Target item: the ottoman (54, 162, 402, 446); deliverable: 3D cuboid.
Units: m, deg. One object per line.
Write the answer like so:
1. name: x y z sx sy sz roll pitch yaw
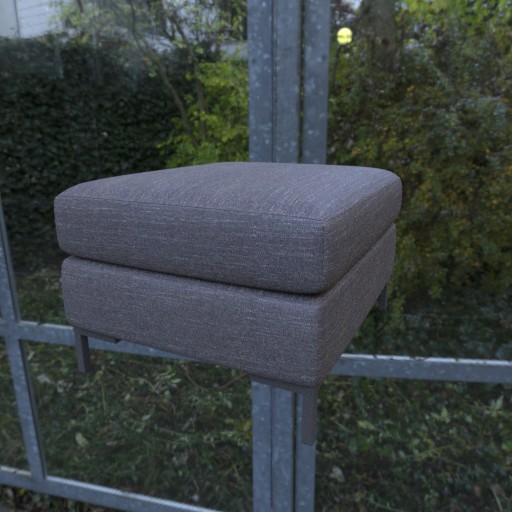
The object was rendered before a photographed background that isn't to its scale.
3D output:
1. ottoman: 0.000 0.000 1.249 0.671 0.490 0.820 8 18 25
